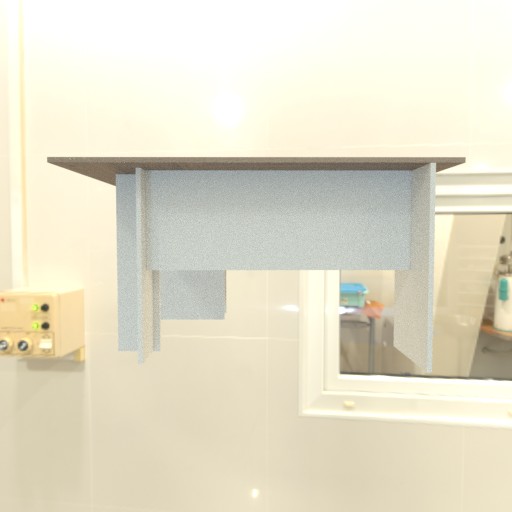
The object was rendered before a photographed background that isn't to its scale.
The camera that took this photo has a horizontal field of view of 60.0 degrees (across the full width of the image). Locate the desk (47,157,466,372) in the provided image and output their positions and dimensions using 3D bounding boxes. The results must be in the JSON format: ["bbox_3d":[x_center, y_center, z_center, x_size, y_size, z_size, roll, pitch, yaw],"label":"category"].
[{"bbox_3d":[0.000,0.000,2.109,1.361,0.716,1.303,0,3,0],"label":"desk"}]
